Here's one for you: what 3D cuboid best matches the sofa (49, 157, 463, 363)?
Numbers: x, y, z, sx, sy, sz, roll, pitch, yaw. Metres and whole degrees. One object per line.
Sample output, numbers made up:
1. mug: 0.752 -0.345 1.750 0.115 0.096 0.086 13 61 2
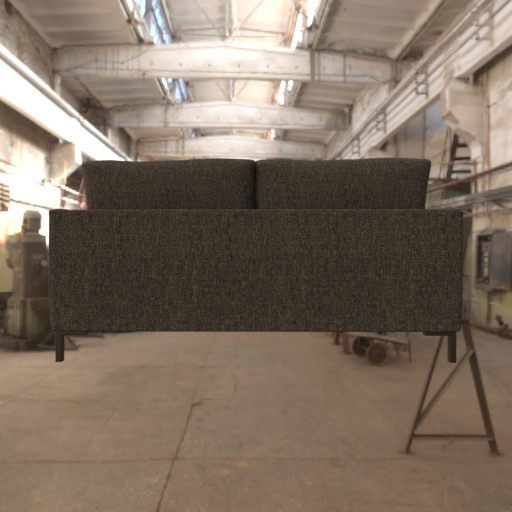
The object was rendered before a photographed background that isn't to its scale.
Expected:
1. sofa: 0.000 0.000 2.219 1.716 0.862 0.866 0 0 1
